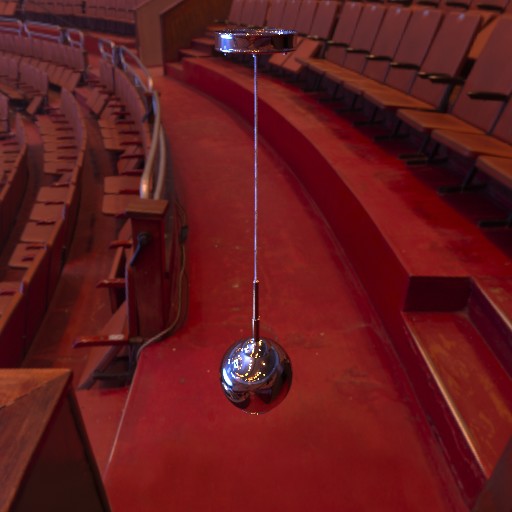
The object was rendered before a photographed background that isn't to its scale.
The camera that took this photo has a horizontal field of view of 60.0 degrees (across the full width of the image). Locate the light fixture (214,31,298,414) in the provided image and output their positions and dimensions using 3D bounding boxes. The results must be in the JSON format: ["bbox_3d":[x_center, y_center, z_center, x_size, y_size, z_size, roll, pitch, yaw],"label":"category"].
[{"bbox_3d":[0.000,0.000,1.700,0.336,1.538,0.336,-1,30,-1],"label":"light fixture"}]
